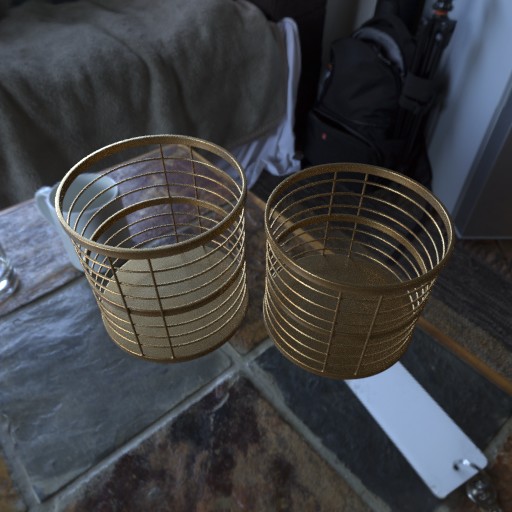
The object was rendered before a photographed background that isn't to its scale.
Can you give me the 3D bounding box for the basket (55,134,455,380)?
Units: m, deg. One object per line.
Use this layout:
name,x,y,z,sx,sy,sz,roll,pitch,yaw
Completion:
basket,0.000,0.000,0.951,0.746,0.351,0.356,4,47,4
